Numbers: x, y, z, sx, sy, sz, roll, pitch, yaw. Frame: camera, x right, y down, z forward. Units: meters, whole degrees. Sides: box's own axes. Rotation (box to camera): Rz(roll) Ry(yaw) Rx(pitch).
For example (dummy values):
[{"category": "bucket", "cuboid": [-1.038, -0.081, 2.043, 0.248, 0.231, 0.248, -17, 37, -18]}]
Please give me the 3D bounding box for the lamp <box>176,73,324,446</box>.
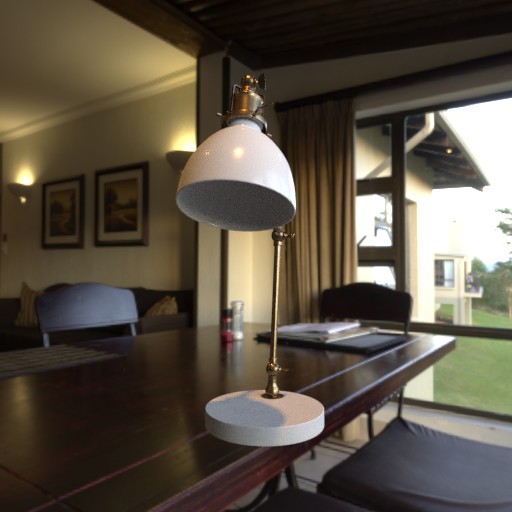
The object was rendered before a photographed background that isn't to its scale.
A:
[{"category": "lamp", "cuboid": [0.000, 0.000, 0.658, 0.186, 0.522, 0.317, 0, -1, 16]}]
